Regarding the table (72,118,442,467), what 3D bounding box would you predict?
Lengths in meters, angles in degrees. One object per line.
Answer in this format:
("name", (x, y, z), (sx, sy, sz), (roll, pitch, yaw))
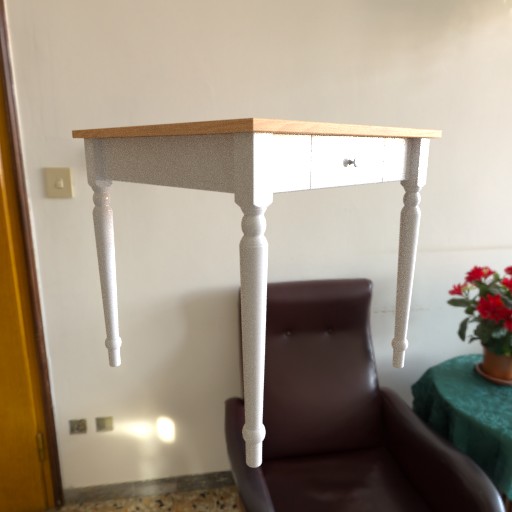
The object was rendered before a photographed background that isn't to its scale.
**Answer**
("table", (0.000, 0.000, 1.351), (0.747, 0.738, 0.747), (-13, 19, -43))
